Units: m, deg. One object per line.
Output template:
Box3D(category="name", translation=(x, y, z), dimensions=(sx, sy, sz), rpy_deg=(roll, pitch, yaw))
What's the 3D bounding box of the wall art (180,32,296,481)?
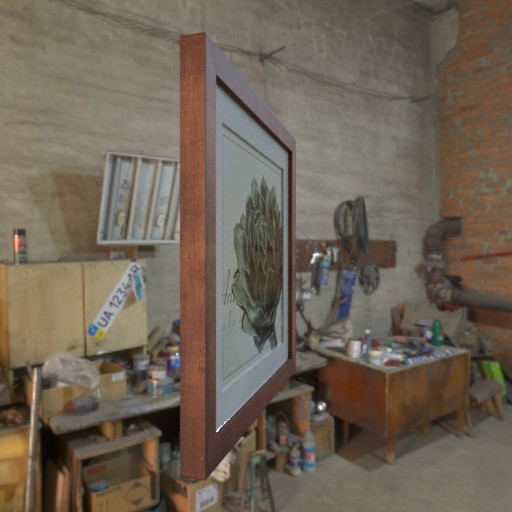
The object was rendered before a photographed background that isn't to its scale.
Box3D(category="wall art", translation=(0.000, 0.000, 0.834), dimensions=(0.037, 0.572, 0.554), rpy_deg=(0, 0, 17))
